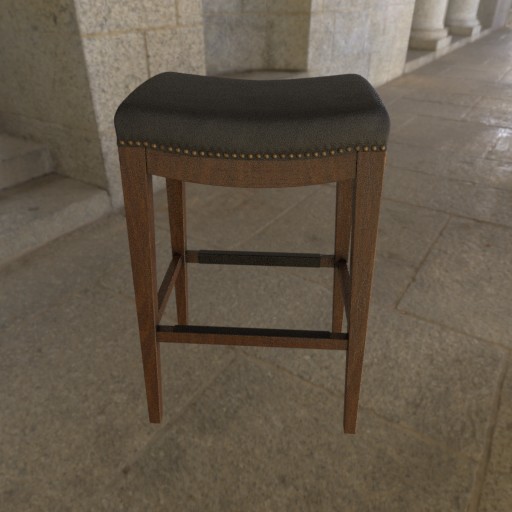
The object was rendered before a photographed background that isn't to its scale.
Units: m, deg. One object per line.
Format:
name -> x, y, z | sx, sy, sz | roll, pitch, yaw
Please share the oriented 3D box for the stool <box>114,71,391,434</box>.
stool -> 0.000, 0.000, 1.026 | 0.500, 0.765, 0.361 | 2, 32, 3
